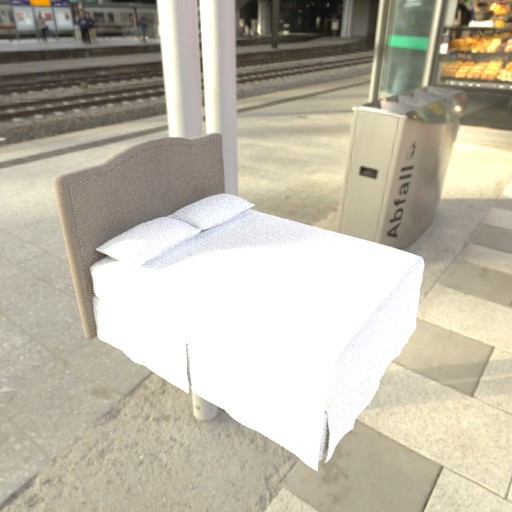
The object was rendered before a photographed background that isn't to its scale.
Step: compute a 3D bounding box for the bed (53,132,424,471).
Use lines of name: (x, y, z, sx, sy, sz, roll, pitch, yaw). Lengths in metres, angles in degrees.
bed: (0.000, 0.000, 3.284, 2.128, 1.441, 1.744, 18, 33, 31)
